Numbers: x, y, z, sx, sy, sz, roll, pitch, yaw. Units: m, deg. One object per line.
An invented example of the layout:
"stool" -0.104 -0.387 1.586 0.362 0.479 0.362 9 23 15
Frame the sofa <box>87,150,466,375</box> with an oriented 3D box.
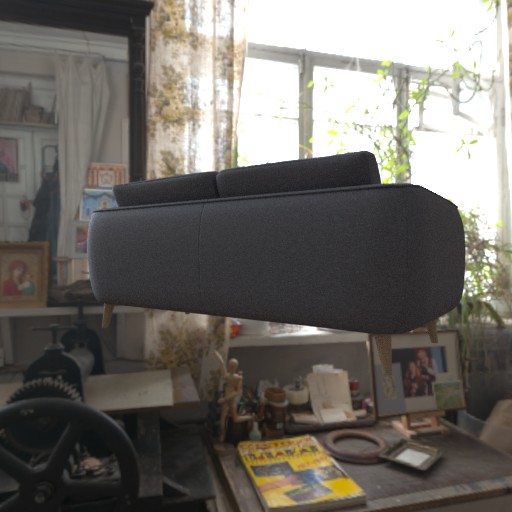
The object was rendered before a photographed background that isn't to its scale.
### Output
"sofa" 0.000 0.000 2.496 2.000 0.870 0.920 1 1 35
